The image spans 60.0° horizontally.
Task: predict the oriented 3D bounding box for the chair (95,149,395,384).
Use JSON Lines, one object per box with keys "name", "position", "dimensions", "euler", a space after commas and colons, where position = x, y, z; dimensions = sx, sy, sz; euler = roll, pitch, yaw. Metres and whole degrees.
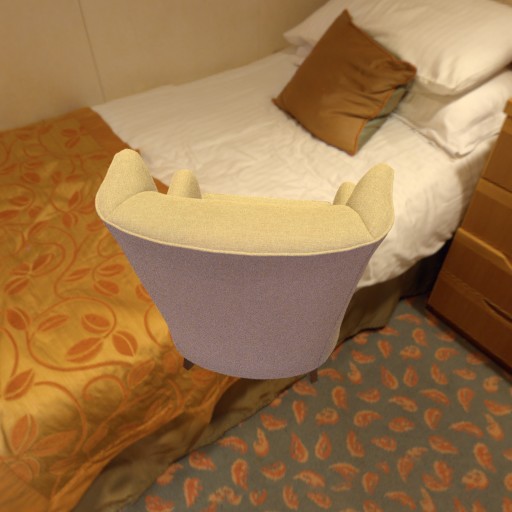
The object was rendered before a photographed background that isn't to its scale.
{"name": "chair", "position": [0.000, 0.000, 1.737], "dimensions": [0.838, 1.040, 0.966], "euler": [5, 45, 5]}
